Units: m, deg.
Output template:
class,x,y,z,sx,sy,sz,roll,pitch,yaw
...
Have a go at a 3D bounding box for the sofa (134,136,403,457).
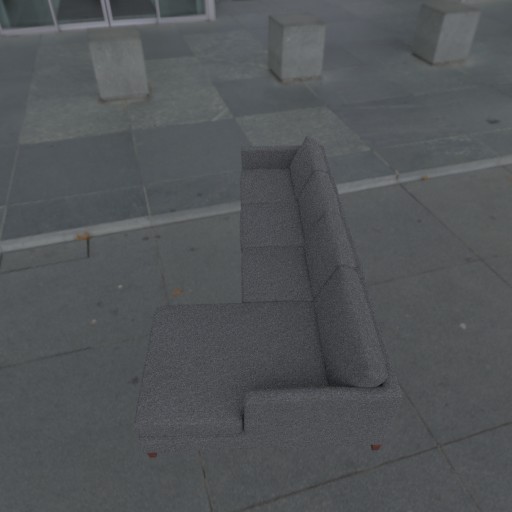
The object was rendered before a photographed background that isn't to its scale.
class,x,y,z,sx,sy,sz,roll,pitch,yaw
sofa,0.000,0.000,3.905,1.625,0.846,3.186,-1,41,-1
